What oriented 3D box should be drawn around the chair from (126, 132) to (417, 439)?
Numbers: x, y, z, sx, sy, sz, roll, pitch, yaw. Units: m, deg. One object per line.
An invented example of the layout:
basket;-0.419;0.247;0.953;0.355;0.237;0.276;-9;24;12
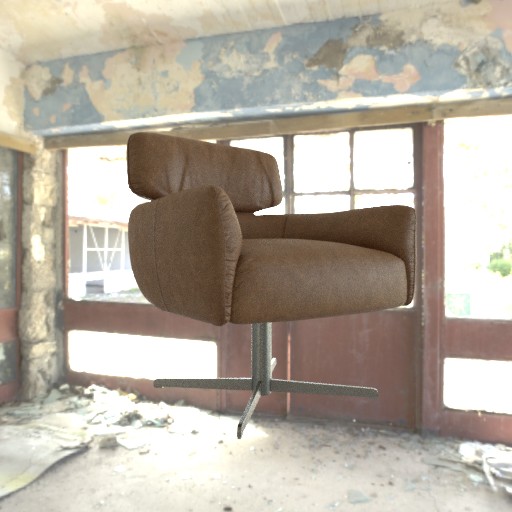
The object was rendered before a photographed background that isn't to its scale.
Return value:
chair;0.000;0.000;1.336;0.706;0.812;0.715;0;0;-36
